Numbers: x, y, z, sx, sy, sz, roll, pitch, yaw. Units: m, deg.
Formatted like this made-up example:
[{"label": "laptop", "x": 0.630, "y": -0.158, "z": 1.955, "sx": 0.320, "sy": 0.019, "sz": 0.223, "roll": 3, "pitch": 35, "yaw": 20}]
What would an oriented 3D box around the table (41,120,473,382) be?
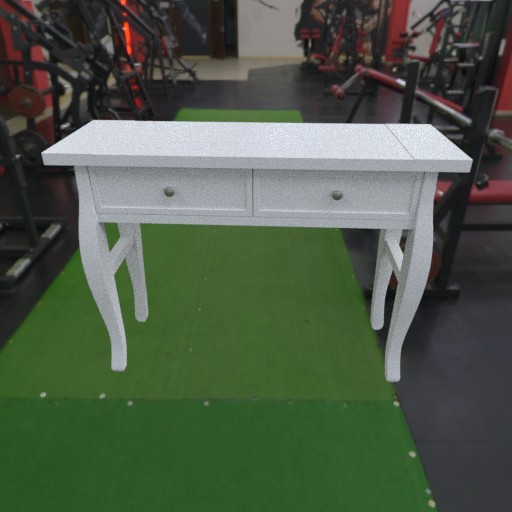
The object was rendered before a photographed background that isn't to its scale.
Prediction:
[{"label": "table", "x": 0.000, "y": 0.000, "z": 1.434, "sx": 1.062, "sy": 0.768, "sz": 0.373, "roll": 2, "pitch": 30, "yaw": 3}]
